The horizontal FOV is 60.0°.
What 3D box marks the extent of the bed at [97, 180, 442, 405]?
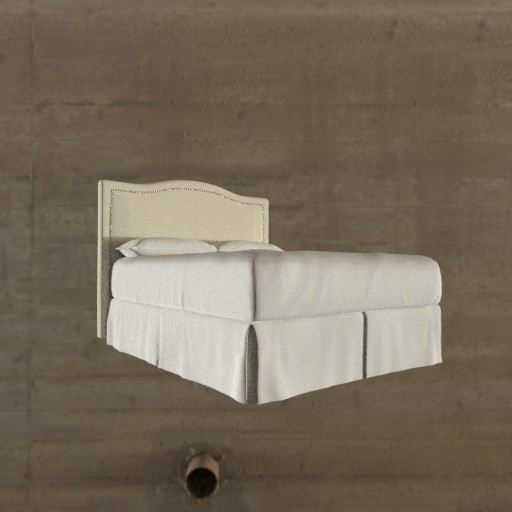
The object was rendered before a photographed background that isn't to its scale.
[{"bbox_3d":[0.000,0.000,3.376,1.753,1.460,2.143,1,-2,-36],"label":"bed"}]
